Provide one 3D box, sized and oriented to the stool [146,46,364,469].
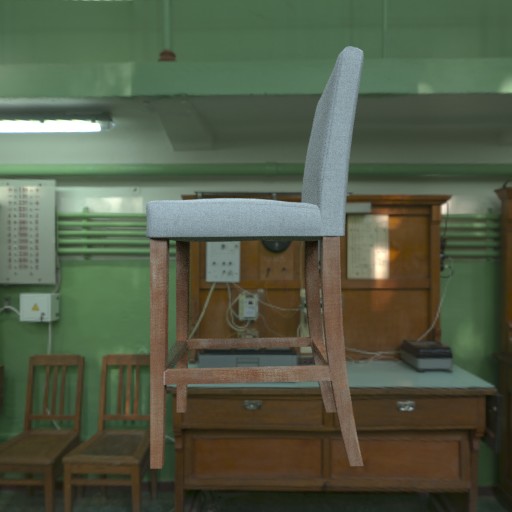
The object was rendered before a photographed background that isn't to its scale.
[{"bbox_3d":[0.000,0.000,1.341,0.570,1.088,0.439,0,1,0],"label":"stool"}]
